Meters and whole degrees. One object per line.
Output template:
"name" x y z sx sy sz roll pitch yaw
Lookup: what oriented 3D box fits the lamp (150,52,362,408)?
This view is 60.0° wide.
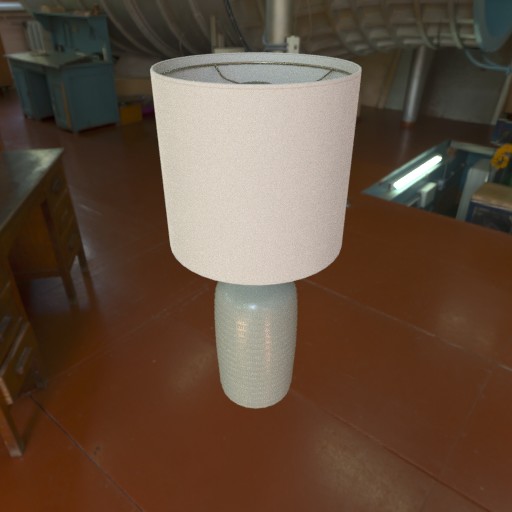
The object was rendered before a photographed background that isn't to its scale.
"lamp" 0.000 0.000 0.595 0.220 0.475 0.220 -8 32 -14
